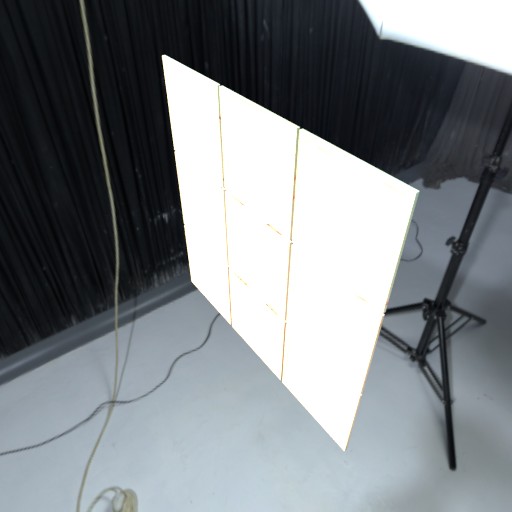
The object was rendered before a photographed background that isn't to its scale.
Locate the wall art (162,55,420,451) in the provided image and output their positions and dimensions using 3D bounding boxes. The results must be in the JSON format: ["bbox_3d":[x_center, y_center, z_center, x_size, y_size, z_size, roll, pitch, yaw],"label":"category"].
[{"bbox_3d":[0.000,0.000,1.753,0.013,1.219,1.214,-26,47,-27],"label":"wall art"}]
